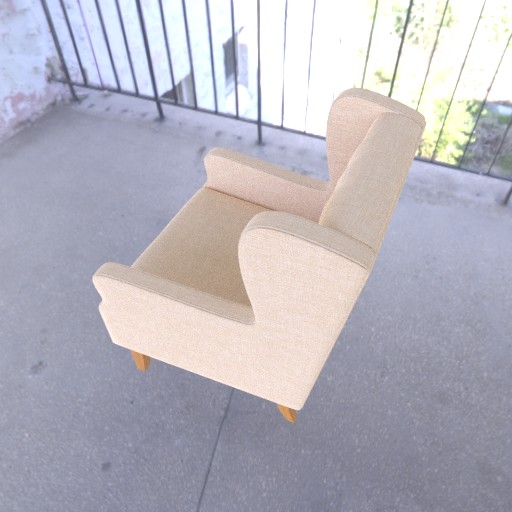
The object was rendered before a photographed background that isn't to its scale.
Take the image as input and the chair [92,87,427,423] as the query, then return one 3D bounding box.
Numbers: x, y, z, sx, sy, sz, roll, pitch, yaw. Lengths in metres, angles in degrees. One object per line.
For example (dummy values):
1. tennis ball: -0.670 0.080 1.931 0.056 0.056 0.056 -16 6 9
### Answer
1. chair: 0.000 0.000 1.438 0.760 0.930 0.710 18 49 17
